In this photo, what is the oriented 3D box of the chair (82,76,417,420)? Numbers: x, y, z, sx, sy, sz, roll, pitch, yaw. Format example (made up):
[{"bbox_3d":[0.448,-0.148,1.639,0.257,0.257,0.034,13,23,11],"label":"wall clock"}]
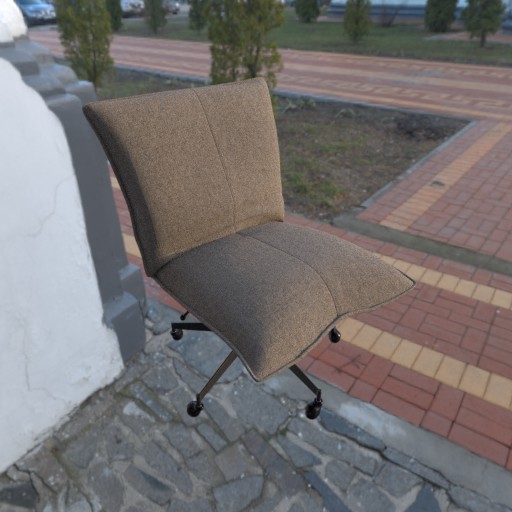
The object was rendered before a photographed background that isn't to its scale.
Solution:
[{"bbox_3d":[0.000,0.000,1.245,0.597,0.811,0.696,-22,37,-32],"label":"chair"}]
